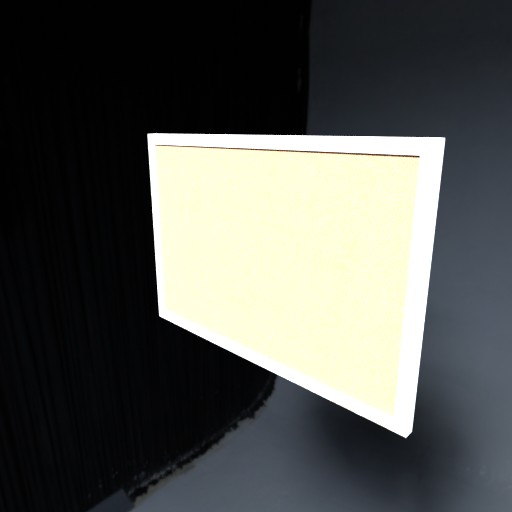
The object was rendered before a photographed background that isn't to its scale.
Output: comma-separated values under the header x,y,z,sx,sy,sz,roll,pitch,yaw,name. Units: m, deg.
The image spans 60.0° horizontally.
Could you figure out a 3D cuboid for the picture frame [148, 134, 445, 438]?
x,y,z,sx,sy,sz,roll,pitch,yaw,name
0.000,0.000,1.219,0.950,0.640,0.029,15,22,42,picture frame
